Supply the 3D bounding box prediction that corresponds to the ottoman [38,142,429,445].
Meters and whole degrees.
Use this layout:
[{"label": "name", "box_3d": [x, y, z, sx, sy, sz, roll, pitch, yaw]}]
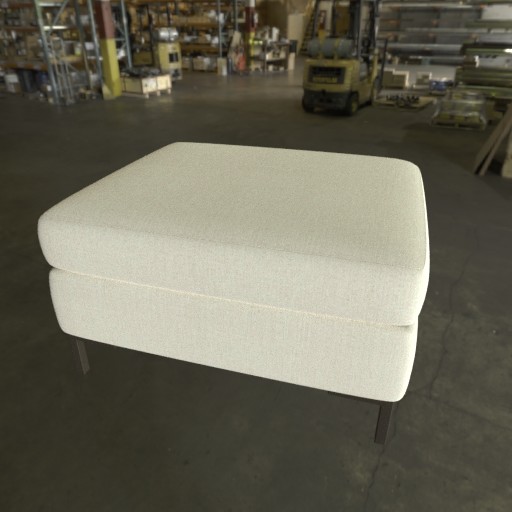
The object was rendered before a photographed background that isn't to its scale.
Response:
[{"label": "ottoman", "box_3d": [0.000, 0.000, 1.154, 0.794, 0.453, 0.657, 8, 29, 15]}]
